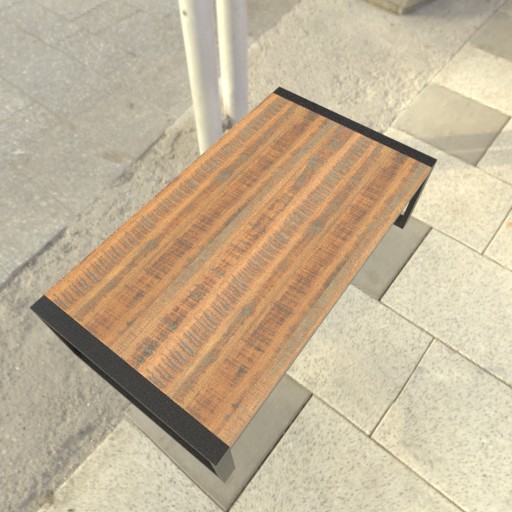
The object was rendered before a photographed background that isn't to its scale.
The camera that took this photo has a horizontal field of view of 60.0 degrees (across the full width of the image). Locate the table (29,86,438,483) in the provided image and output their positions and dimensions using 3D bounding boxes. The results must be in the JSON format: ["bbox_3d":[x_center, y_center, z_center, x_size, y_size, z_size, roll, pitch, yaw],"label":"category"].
[{"bbox_3d":[0.000,0.000,1.713,0.750,0.400,1.350,32,63,19],"label":"table"}]
